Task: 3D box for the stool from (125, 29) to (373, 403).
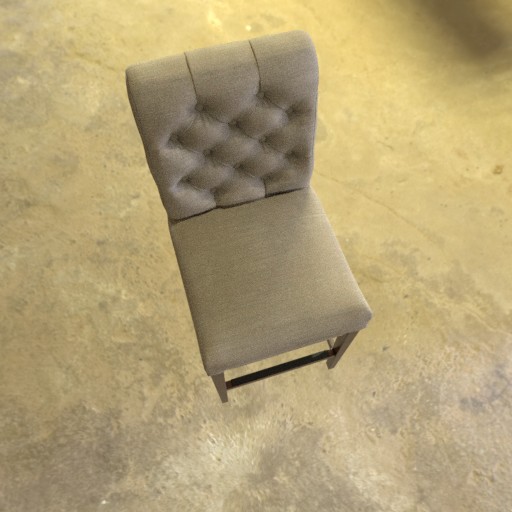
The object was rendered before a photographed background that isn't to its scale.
[{"bbox_3d":[0.000,0.000,1.405,0.486,1.084,0.660,-15,64,-8],"label":"stool"}]
